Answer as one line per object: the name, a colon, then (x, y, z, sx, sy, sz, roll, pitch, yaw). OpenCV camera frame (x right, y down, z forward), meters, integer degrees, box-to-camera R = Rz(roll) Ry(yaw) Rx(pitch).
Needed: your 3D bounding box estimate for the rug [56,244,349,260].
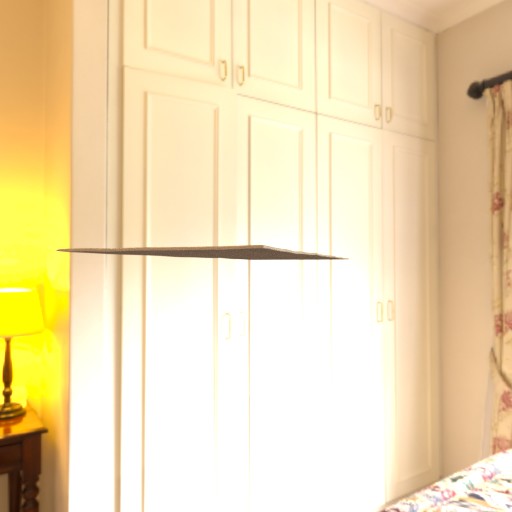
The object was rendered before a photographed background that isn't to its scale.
rug: (0.000, 0.000, 2.707, 0.857, 0.018, 2.383, 0, -1, 19)
